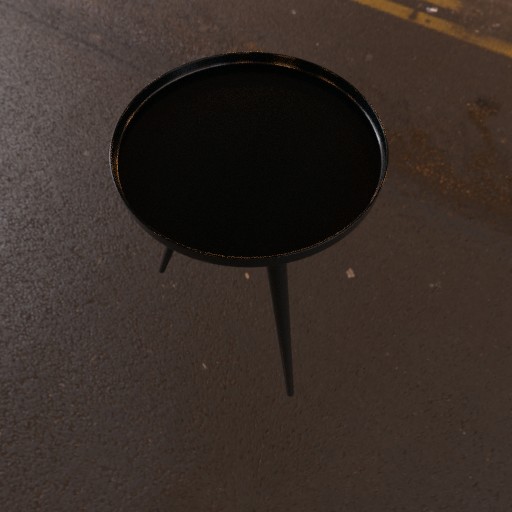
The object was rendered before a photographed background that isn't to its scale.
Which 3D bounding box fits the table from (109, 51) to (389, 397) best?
[{"bbox_3d":[0.000,0.000,0.817,0.403,0.548,0.415,-14,61,-8],"label":"table"}]
